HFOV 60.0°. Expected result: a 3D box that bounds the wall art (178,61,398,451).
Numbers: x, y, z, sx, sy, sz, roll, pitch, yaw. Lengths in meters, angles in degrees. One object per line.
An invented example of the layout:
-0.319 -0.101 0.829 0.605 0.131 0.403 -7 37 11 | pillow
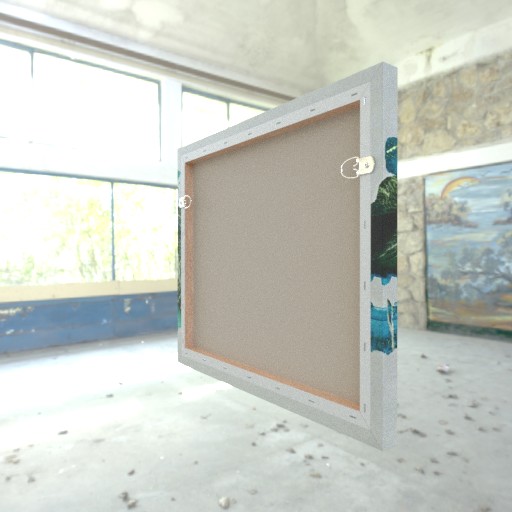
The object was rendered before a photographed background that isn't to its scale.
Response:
0.000 0.000 0.988 0.043 0.610 0.711 0 0 -36 | wall art
